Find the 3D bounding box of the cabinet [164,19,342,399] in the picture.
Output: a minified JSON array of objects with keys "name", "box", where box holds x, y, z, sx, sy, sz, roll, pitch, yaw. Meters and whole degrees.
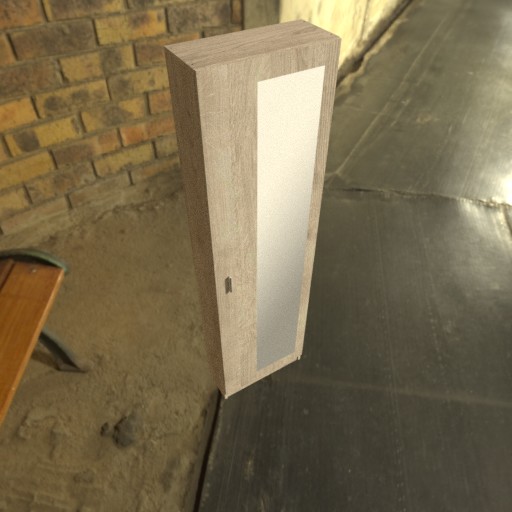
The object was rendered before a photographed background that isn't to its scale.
[{"name":"cabinet","box":[0.000,0.000,1.959,0.500,1.790,0.230,-23,48,-22]}]
